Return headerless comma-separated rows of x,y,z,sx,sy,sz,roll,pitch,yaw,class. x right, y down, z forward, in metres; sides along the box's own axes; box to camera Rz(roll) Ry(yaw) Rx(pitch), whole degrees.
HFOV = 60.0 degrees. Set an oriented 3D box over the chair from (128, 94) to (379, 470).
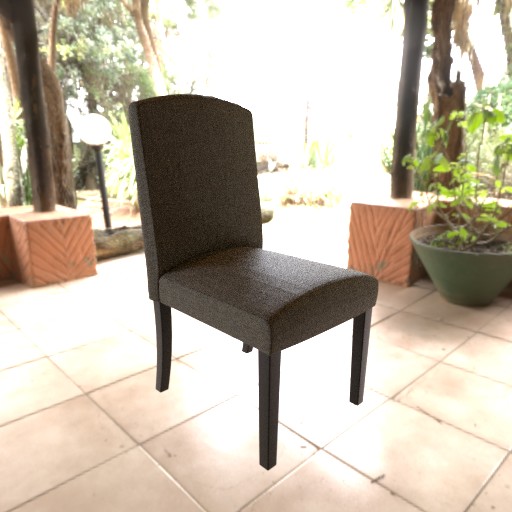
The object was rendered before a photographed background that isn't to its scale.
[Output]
0.000,0.000,1.283,0.451,0.917,0.580,-14,20,-42,chair
